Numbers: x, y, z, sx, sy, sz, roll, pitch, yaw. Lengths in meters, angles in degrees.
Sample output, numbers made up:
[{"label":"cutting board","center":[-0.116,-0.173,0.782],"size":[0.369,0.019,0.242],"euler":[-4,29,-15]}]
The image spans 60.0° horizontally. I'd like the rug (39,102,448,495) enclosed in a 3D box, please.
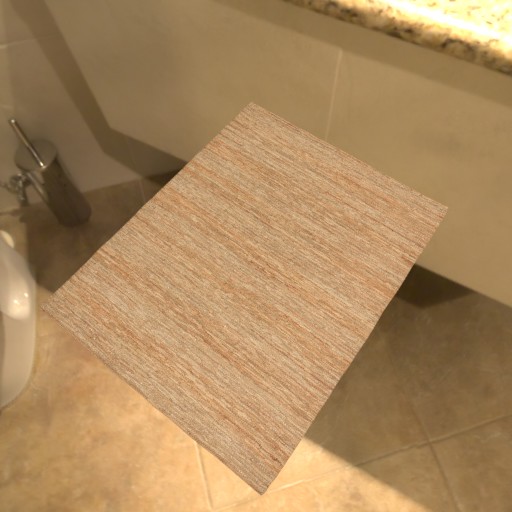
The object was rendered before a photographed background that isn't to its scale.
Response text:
[{"label":"rug","center":[0.000,0.000,3.881],"size":[2.313,0.009,2.939],"euler":[33,68,16]}]
